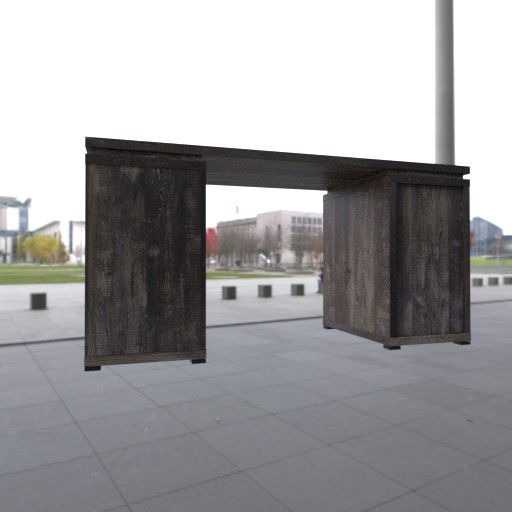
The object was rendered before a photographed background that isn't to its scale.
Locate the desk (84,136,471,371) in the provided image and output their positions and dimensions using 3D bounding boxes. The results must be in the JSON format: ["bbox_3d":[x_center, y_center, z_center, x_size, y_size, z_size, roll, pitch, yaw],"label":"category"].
[{"bbox_3d":[0.000,0.000,2.217,1.524,0.753,1.200,0,-1,-17],"label":"desk"}]
